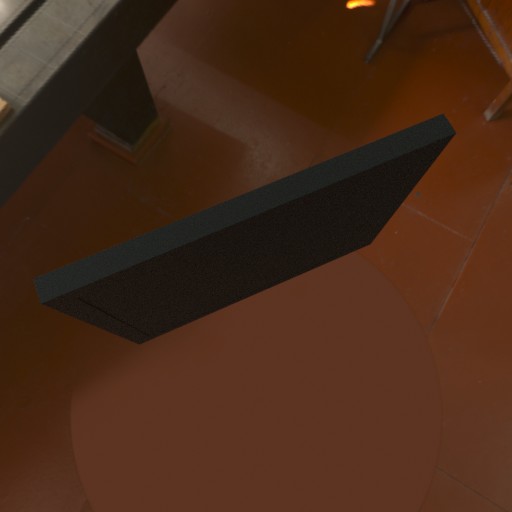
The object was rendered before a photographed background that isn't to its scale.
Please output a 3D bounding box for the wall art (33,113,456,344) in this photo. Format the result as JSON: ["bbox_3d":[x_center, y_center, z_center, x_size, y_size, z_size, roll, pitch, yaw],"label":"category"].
[{"bbox_3d":[0.000,0.000,0.555,0.404,0.329,0.024,-23,74,-7],"label":"wall art"}]
